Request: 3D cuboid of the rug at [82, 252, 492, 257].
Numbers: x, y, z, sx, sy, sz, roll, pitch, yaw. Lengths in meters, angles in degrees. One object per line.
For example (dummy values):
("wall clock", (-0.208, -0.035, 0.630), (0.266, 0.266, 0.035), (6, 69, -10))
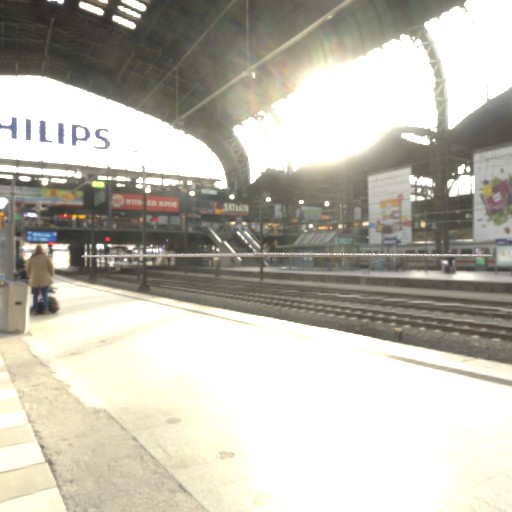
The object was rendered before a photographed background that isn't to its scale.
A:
("rug", (0.000, 0.000, 2.860), (1.608, 0.014, 2.213), (0, 0, -36))
